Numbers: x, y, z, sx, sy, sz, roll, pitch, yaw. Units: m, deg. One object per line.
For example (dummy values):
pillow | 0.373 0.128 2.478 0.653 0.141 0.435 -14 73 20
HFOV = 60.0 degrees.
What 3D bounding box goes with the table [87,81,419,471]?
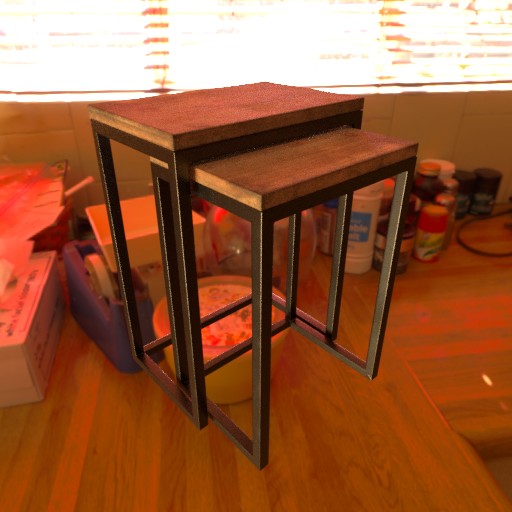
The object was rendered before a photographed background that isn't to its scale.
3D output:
table | 0.000 0.000 0.946 0.456 0.615 0.460 -22 36 -33
